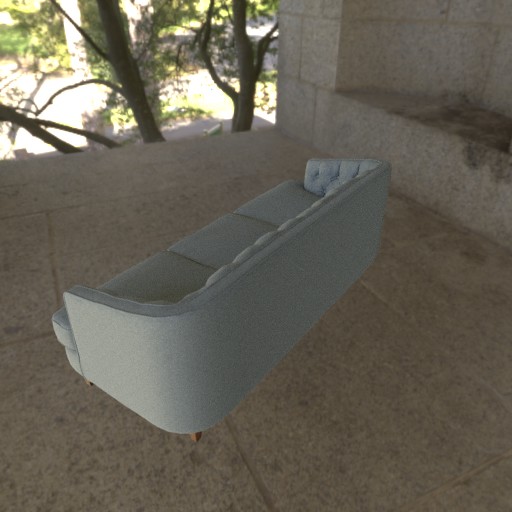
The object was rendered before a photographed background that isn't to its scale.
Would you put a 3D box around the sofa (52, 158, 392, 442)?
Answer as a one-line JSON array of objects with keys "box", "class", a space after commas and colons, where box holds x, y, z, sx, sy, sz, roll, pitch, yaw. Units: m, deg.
[{"box": [0.000, 0.000, 2.765, 0.941, 0.855, 2.278, 21, 37, 30], "class": "sofa"}]
